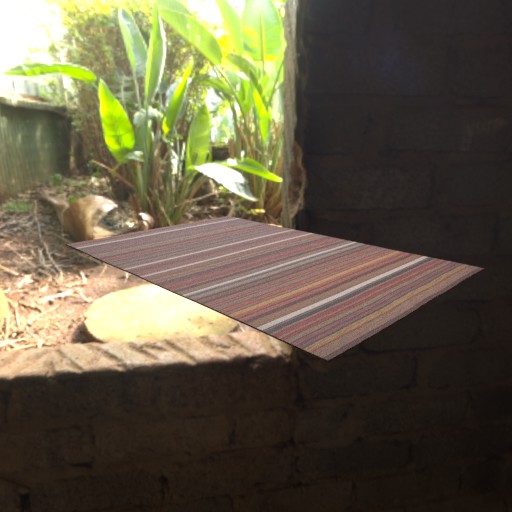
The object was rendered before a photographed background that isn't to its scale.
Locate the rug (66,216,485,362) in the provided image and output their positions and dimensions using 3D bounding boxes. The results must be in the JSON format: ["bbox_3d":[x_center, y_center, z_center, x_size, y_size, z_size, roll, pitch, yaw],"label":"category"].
[{"bbox_3d":[0.000,0.000,2.281,1.217,0.007,1.828,-15,22,-42],"label":"rug"}]
